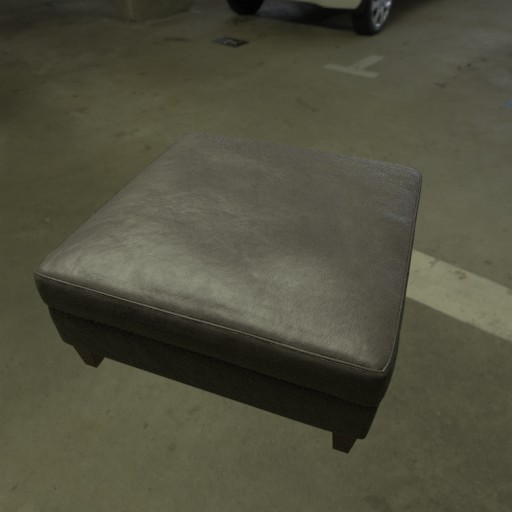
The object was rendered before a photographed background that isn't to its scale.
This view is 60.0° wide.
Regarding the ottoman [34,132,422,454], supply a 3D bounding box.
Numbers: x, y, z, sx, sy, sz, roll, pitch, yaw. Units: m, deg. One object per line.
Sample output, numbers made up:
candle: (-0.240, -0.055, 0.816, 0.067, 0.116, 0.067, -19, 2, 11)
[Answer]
ottoman: (0.000, 0.000, 1.295, 0.836, 0.415, 0.844, 13, 42, 15)
